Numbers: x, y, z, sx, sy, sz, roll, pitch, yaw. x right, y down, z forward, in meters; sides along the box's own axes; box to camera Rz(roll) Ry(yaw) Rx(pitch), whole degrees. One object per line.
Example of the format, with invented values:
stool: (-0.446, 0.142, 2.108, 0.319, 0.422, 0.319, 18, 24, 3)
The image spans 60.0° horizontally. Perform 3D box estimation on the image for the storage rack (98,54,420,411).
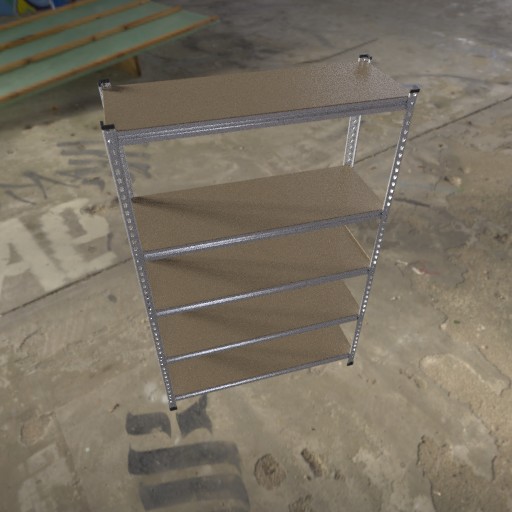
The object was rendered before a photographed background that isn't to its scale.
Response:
storage rack: (0.000, 0.000, 2.377, 1.219, 1.829, 0.457, -11, 42, -12)
